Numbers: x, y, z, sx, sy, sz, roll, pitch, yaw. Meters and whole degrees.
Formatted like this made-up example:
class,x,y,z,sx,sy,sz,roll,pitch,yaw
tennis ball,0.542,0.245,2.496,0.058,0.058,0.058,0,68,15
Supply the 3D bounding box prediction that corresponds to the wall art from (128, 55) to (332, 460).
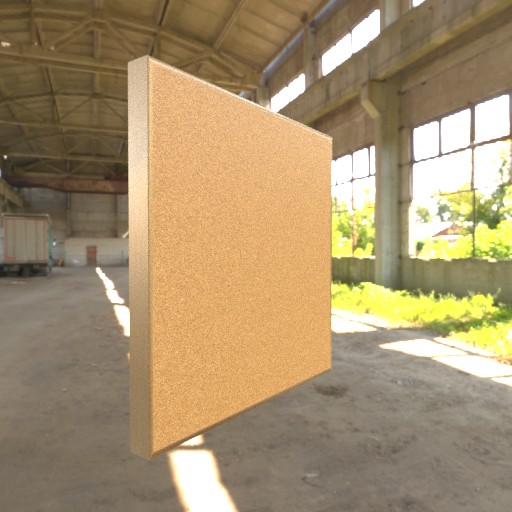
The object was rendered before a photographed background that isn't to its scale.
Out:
class,x,y,z,sx,sy,sz,roll,pitch,yaw
wall art,0.000,0.000,0.776,0.038,0.511,0.513,1,1,36
